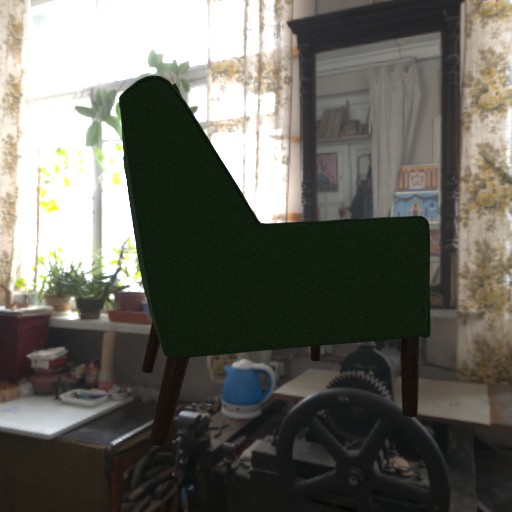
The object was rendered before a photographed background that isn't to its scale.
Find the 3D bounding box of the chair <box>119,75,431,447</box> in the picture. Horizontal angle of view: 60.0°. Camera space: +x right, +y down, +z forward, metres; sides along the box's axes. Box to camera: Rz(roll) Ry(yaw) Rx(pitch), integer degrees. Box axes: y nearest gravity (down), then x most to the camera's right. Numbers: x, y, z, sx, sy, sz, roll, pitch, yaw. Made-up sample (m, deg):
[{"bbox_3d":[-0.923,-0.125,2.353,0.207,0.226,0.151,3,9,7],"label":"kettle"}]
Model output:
[{"bbox_3d":[0.000,0.000,1.280,0.743,0.792,0.663,0,0,-16],"label":"chair"}]
